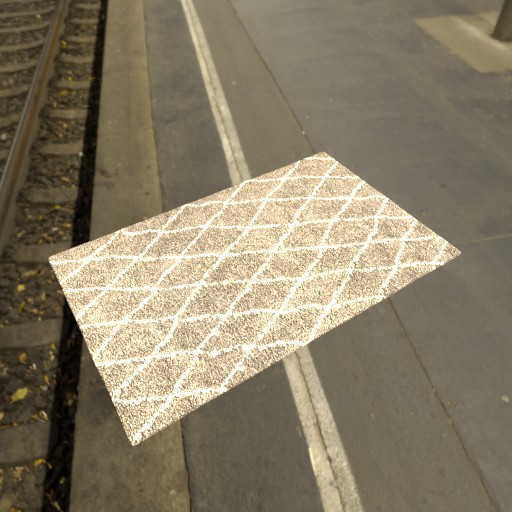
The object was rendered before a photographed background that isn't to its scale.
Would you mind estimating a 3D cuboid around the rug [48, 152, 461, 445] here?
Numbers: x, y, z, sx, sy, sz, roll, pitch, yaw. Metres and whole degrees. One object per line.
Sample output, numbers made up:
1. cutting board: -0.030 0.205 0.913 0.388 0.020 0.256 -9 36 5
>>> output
1. rug: 0.000 0.000 3.076 2.438 0.030 1.524 -25 51 -22
